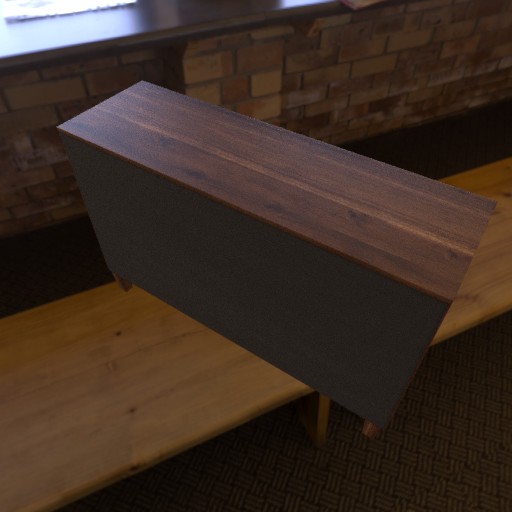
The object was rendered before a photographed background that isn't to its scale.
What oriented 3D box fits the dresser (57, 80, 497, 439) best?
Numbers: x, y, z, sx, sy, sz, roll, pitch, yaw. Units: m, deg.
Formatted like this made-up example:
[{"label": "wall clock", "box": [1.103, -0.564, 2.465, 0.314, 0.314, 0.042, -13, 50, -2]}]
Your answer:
[{"label": "dresser", "box": [0.000, 0.000, 1.740, 1.387, 0.892, 0.438, 26, 52, 22]}]
